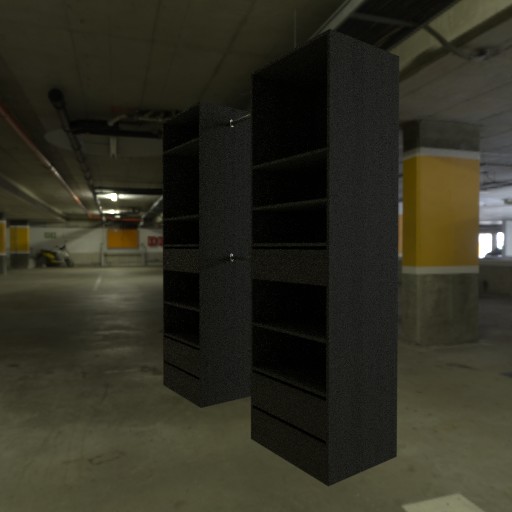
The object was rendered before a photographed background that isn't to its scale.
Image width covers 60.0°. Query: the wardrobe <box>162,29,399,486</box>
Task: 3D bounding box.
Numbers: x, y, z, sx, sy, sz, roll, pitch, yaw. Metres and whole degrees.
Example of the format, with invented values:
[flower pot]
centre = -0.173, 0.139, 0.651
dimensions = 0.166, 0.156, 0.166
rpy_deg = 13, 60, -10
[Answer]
[wardrobe]
centre = 0.000, 0.000, 2.795
dimensions = 0.480, 2.000, 1.770
rpy_deg = -1, 1, -36
